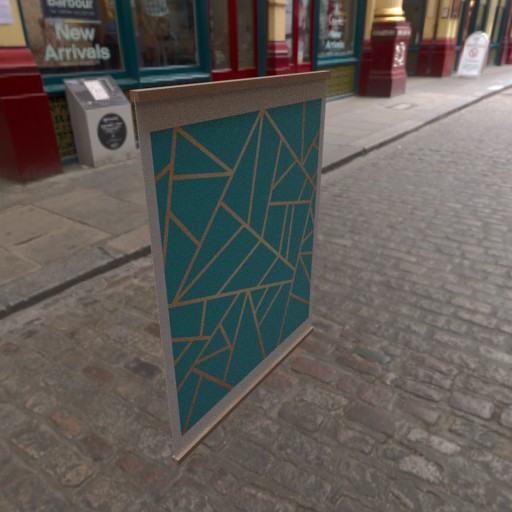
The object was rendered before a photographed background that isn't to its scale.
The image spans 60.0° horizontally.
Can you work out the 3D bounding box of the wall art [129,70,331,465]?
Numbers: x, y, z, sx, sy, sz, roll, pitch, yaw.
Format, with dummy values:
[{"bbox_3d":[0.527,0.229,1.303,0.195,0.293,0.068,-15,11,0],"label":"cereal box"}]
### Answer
[{"bbox_3d":[0.000,0.000,0.681,0.012,0.508,0.405,17,31,31],"label":"wall art"}]
